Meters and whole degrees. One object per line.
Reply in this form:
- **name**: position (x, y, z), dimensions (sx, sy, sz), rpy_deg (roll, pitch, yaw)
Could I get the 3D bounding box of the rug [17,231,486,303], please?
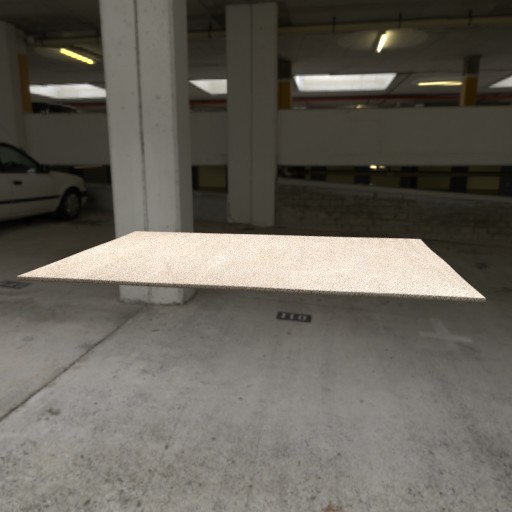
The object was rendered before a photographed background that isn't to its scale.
- **rug**: position (0.000, 0.000, 2.907), dimensions (2.346, 0.025, 1.500), rpy_deg (2, 13, 9)
